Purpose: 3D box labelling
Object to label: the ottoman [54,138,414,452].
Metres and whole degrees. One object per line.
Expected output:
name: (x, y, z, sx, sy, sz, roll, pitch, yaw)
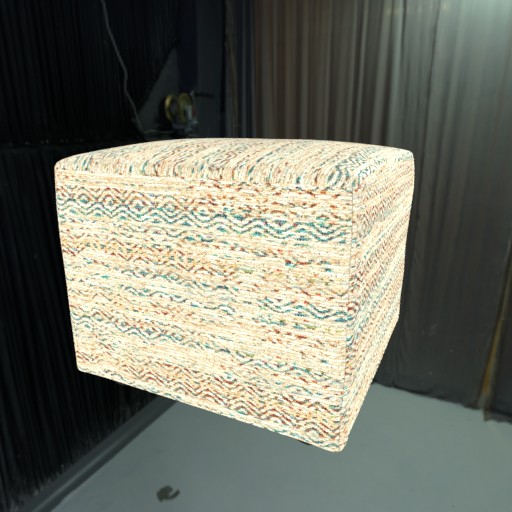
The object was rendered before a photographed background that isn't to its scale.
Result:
ottoman: (0.000, 0.000, 0.887, 0.521, 0.453, 0.512, 8, 19, 25)
